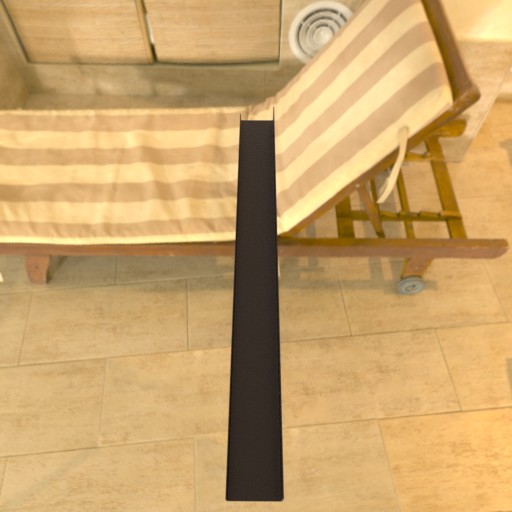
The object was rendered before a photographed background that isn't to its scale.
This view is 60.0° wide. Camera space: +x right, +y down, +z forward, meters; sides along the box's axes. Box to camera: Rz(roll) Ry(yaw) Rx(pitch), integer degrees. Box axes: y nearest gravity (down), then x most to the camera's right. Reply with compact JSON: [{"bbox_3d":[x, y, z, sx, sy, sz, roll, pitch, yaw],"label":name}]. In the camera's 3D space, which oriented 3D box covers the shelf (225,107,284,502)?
[{"bbox_3d":[0.000,0.000,0.955,0.092,0.049,0.924,0,57,0],"label":"shelf"}]
